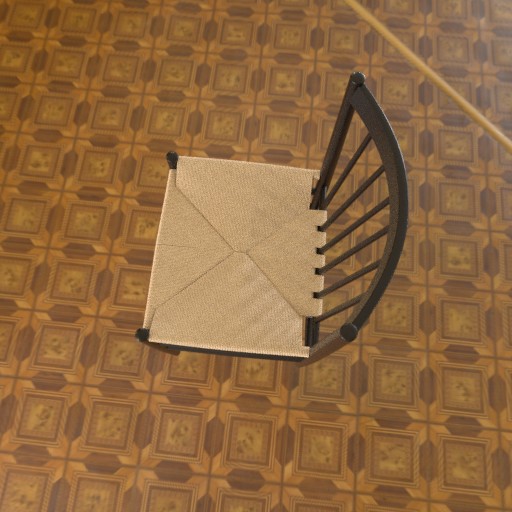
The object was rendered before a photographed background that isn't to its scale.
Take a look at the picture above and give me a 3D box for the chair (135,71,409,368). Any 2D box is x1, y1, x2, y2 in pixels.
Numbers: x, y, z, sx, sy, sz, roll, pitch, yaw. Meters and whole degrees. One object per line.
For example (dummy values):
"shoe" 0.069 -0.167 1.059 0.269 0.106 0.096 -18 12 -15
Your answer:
"chair" 0.000 0.000 1.125 0.516 0.818 0.495 5 73 2
